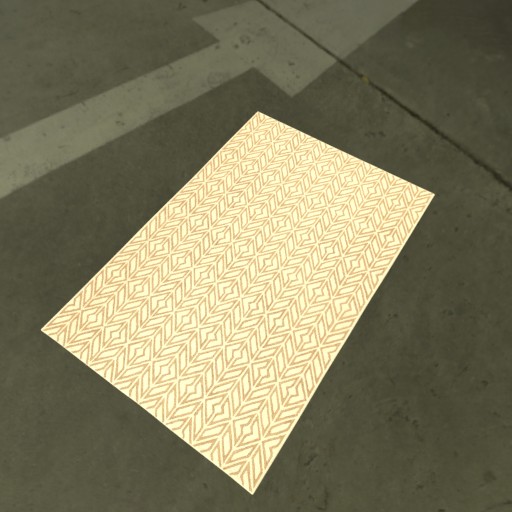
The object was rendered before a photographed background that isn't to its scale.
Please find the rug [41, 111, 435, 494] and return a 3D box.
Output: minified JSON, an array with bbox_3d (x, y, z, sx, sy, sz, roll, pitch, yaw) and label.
[{"bbox_3d":[0.000,0.000,2.312,1.220,0.007,1.828,30,63,17],"label":"rug"}]
